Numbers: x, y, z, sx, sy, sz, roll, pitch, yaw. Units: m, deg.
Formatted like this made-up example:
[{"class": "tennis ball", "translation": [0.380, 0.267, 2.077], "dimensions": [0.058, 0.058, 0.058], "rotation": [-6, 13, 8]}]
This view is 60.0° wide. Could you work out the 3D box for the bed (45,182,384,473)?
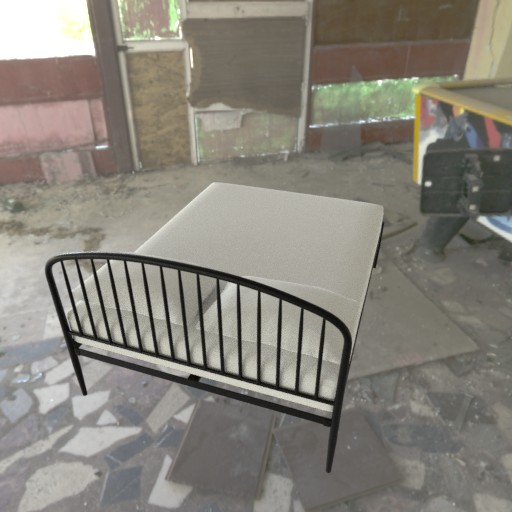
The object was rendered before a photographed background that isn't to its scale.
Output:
[{"class": "bed", "translation": [0.000, 0.000, 3.155], "dimensions": [1.618, 1.166, 2.159], "rotation": [10, 33, 16]}]
